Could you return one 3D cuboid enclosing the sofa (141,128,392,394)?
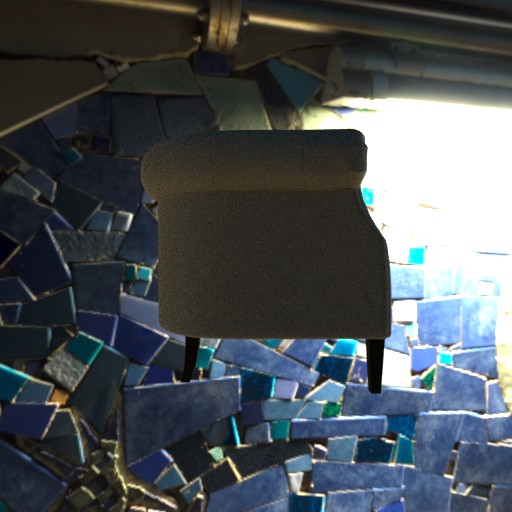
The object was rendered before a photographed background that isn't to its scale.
[{"bbox_3d":[0.000,0.000,2.056,0.835,0.827,1.558,0,2,-1],"label":"sofa"}]
